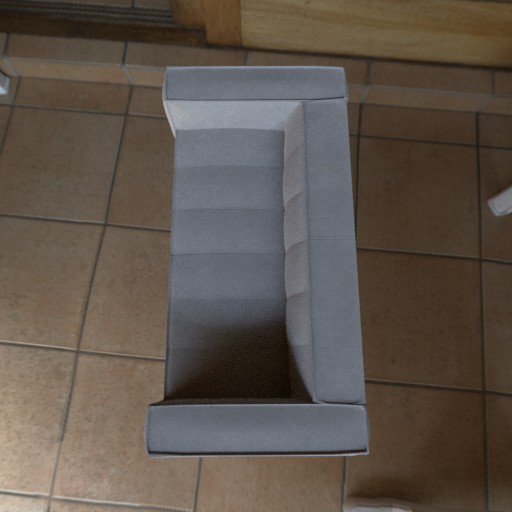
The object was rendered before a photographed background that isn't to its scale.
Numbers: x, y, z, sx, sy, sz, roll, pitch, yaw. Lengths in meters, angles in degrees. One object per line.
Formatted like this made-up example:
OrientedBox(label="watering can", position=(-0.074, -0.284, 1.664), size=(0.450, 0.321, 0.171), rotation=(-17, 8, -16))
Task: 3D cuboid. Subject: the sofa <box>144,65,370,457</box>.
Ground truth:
OrientedBox(label="sofa", position=(0.000, 0.000, 2.477), size=(1.038, 0.680, 1.995), rotation=(0, 76, 0))
